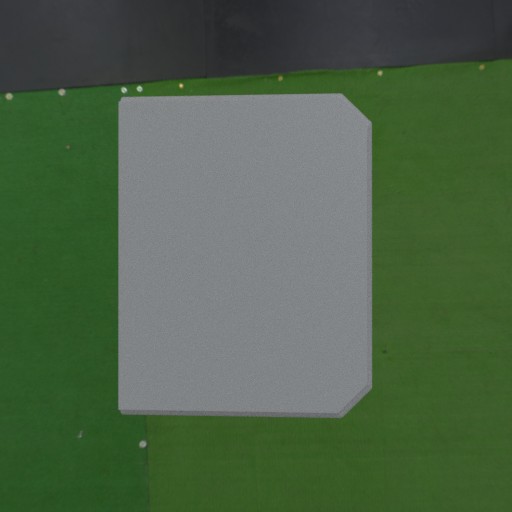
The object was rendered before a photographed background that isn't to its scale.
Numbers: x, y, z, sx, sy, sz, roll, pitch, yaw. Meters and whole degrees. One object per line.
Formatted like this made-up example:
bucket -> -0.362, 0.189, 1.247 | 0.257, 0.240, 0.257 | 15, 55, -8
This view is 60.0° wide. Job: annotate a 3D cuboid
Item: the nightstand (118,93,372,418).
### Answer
nightstand -> 0.000, 0.000, 0.944 | 0.350, 0.680, 0.450 | 0, 90, 3
